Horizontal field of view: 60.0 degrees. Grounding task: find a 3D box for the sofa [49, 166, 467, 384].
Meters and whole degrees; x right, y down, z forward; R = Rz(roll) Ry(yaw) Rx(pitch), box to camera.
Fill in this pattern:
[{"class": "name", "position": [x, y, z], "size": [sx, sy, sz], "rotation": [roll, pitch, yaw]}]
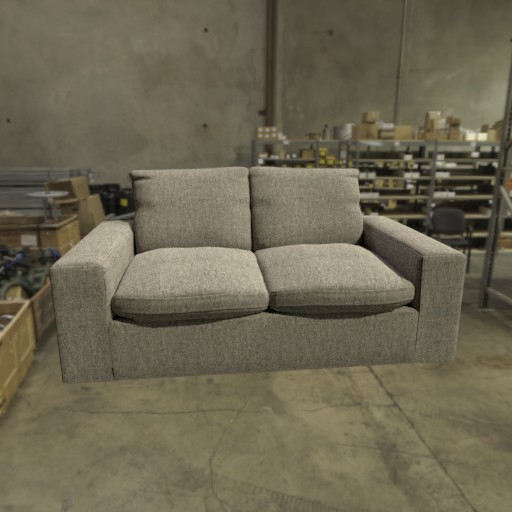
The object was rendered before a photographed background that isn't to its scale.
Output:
[{"class": "sofa", "position": [0.000, 0.000, 2.321], "size": [1.758, 0.877, 1.094], "rotation": [-2, 14, -6]}]
